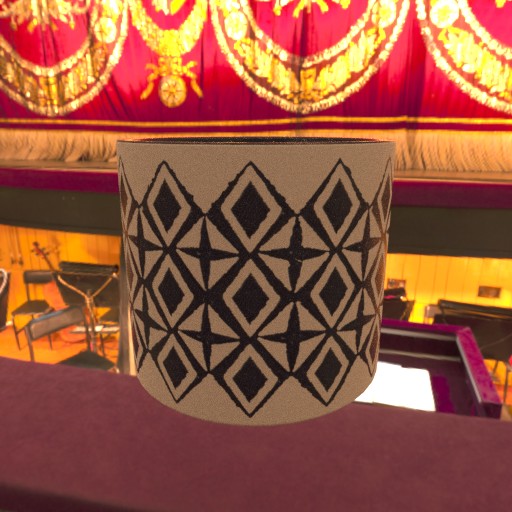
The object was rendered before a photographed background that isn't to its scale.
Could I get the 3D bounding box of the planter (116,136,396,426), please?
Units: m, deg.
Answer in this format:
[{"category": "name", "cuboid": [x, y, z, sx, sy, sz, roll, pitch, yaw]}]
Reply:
[{"category": "planter", "cuboid": [0.000, 0.000, 0.281, 0.159, 0.144, 0.159, 0, 16, 0]}]
